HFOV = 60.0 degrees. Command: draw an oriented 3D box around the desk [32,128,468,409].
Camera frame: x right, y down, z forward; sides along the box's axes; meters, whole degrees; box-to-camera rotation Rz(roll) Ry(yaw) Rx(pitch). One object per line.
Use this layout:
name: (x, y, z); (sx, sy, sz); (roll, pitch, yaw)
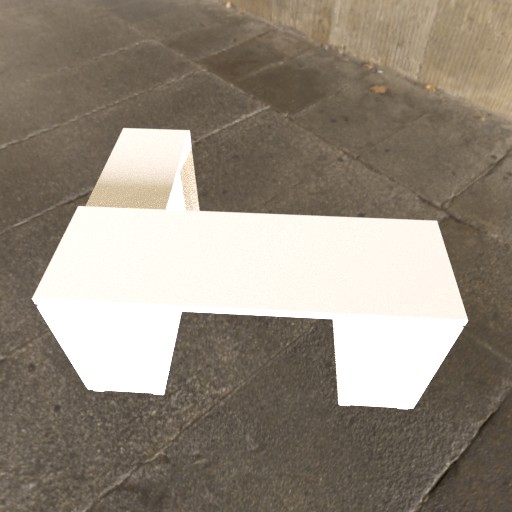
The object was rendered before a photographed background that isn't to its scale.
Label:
desk: (0.000, 0.000, 2.229); (1.524, 0.759, 1.199); (3, 48, 2)
